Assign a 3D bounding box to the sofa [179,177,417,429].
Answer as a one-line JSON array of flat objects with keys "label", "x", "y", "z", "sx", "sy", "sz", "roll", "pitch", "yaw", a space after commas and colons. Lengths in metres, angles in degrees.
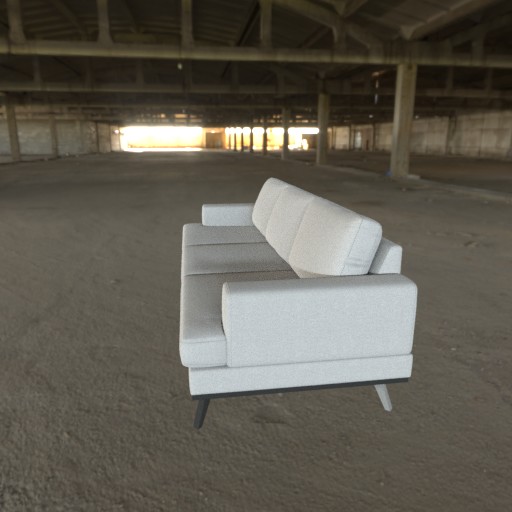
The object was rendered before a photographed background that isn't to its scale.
[{"label": "sofa", "x": 0.000, "y": 0.000, "z": 2.757, "sx": 0.920, "sy": 0.810, "sz": 2.310, "roll": -2, "pitch": 15, "yaw": -8}]
